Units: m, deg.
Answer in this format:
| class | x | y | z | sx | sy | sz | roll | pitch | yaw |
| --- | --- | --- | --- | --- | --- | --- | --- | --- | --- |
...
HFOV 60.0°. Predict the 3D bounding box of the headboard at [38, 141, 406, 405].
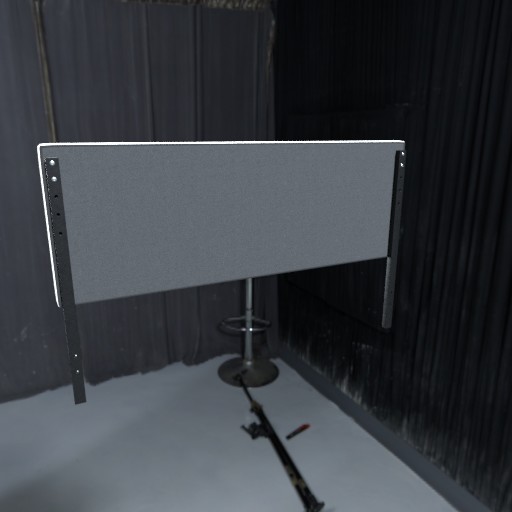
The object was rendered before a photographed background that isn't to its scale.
| class | x | y | z | sx | sy | sz | roll | pitch | yaw |
| --- | --- | --- | --- | --- | --- | --- | --- | --- | --- |
| headboard | 0.000 | 0.000 | 2.828 | 2.362 | 1.410 | 0.120 | -8 | 17 | -26 |
